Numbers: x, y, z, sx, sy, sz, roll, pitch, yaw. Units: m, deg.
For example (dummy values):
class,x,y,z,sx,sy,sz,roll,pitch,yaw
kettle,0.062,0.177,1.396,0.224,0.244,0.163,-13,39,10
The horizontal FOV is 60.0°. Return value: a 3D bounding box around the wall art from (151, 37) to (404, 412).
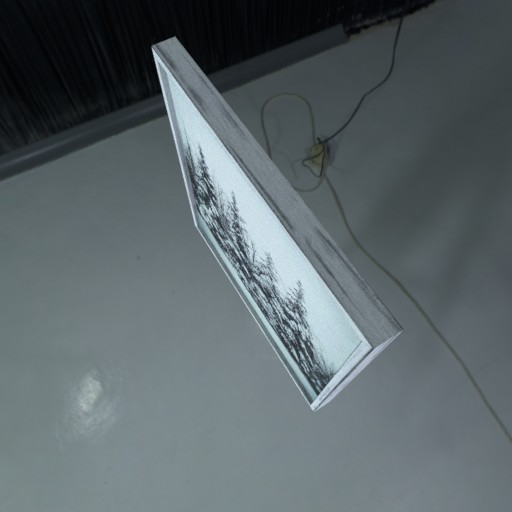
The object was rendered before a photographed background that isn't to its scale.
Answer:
class,x,y,z,sx,sy,sz,roll,pitch,yaw
wall art,0.000,0.000,0.761,0.038,0.506,0.506,-29,67,-13
